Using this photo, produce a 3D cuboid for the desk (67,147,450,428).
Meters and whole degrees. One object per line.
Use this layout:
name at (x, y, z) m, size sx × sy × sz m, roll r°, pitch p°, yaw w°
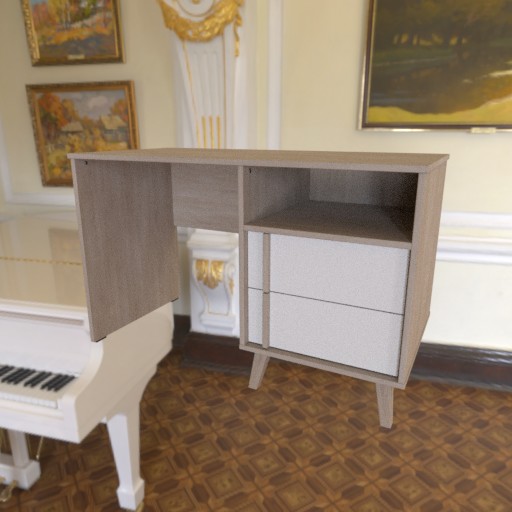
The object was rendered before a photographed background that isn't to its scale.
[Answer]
desk at (0.000, 0.000, 1.710) m, size 1.251 × 0.770 × 0.600 m, roll 8°, pitch 18°, yaw 26°
